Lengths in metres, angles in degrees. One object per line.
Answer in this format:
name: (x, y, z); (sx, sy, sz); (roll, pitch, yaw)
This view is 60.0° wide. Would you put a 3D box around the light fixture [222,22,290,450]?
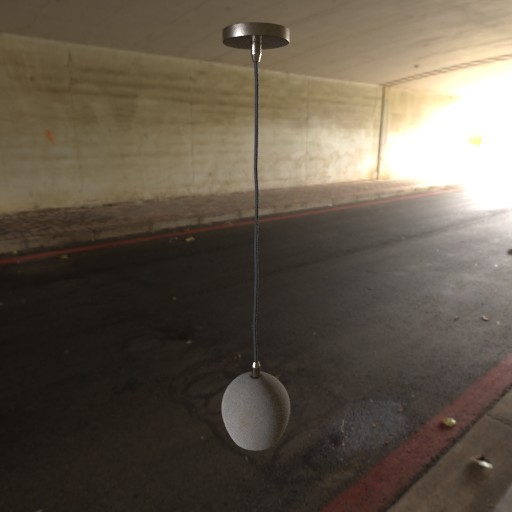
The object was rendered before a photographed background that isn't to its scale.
light fixture: (0.000, 0.000, 0.823); (0.139, 0.764, 0.139); (-2, 15, -10)
